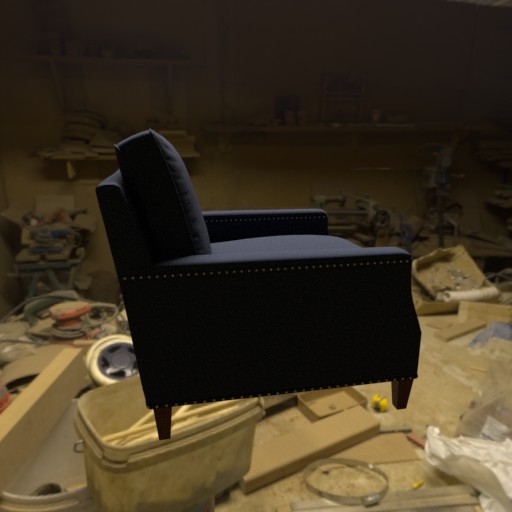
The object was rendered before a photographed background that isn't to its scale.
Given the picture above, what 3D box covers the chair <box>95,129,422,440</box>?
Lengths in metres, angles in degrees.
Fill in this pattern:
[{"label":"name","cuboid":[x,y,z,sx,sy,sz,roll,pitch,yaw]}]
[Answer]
[{"label":"chair","cuboid":[0.000,0.000,1.718,1.014,0.943,0.853,-3,16,-11]}]
